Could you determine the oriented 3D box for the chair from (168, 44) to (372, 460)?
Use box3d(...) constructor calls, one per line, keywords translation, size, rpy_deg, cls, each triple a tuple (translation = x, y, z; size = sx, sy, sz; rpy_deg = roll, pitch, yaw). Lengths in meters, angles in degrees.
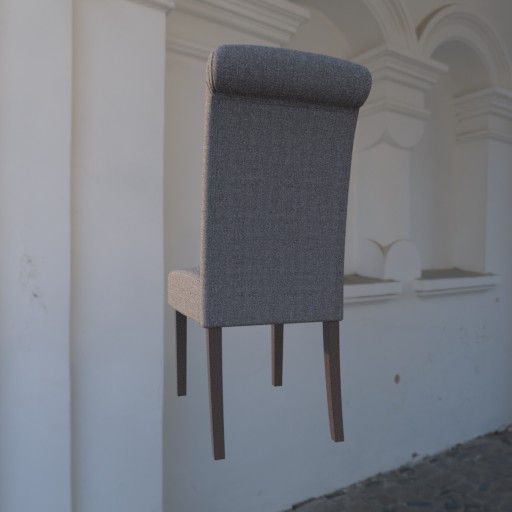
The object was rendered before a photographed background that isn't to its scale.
box3d(translation=(0.000, 0.000, 1.360), size=(0.456, 1.006, 0.671), rpy_deg=(0, 1, -18), cls="chair")
